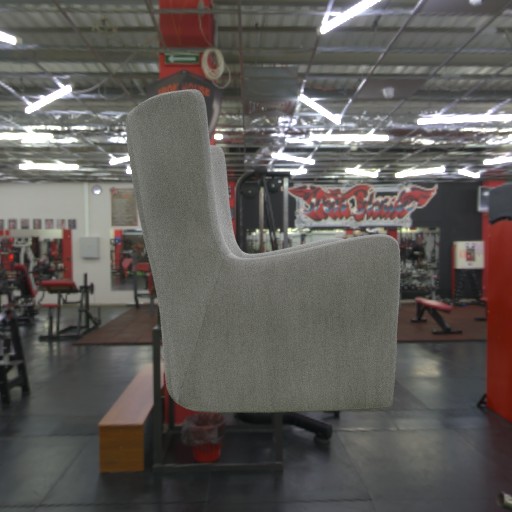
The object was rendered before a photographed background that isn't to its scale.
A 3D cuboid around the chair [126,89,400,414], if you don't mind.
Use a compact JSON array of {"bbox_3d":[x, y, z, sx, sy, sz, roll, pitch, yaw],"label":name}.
[{"bbox_3d":[0.000,0.000,1.684,0.904,1.000,0.779,0,1,1],"label":"chair"}]
